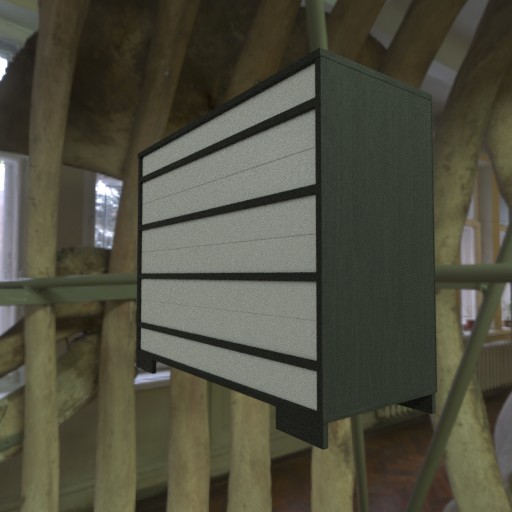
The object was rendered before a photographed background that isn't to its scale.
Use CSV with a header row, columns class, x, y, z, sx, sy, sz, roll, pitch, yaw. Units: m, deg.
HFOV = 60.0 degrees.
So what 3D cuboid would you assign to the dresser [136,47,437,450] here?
class,x,y,z,sx,sy,sz,roll,pitch,yaw
dresser,0.000,0.000,1.413,0.404,0.816,0.994,2,-3,-36
